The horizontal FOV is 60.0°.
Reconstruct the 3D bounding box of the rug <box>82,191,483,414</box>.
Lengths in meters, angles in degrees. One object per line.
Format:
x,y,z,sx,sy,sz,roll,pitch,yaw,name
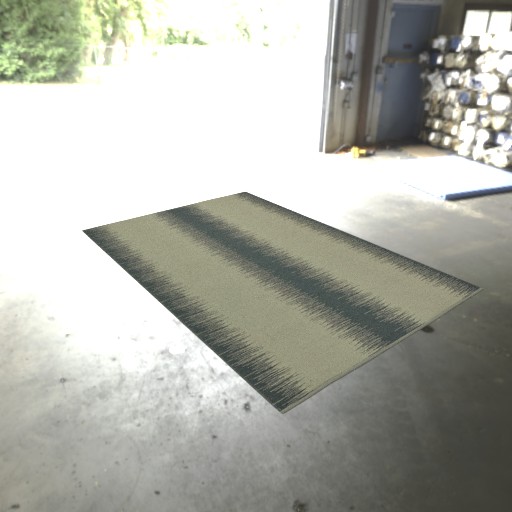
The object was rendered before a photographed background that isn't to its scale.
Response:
0.000,0.000,2.361,1.234,0.006,1.854,-19,32,-34,rug
